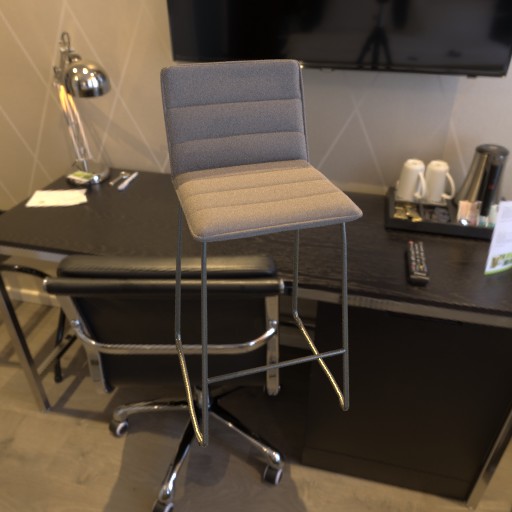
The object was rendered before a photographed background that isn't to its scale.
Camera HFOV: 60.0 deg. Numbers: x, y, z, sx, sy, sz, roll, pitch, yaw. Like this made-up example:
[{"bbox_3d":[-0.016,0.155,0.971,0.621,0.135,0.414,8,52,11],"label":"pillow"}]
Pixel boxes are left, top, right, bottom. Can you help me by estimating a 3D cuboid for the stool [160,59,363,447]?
[{"bbox_3d":[0.000,0.000,1.261,0.490,0.960,0.490,-9,34,-14],"label":"stool"}]
